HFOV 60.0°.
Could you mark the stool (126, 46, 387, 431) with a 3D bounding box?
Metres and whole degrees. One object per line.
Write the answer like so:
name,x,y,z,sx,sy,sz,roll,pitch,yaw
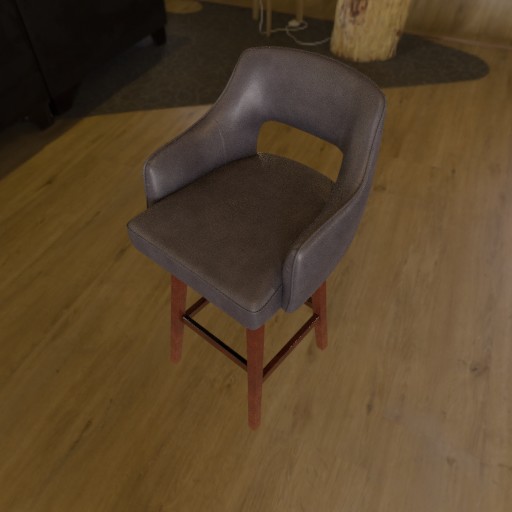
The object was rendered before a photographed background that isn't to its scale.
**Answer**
stool,0.000,0.000,1.356,0.550,1.041,0.560,32,54,26
